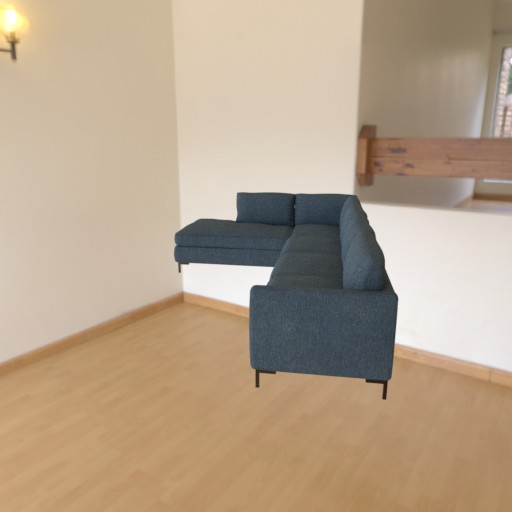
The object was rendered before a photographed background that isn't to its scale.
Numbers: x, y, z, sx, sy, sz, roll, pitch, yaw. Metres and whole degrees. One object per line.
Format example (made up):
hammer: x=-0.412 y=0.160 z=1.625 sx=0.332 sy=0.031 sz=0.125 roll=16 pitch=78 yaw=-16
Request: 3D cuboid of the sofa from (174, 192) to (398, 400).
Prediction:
sofa: x=0.000 y=0.000 z=3.895 sx=2.007 sy=0.815 sz=2.949 roll=2 pitch=15 yaw=9
